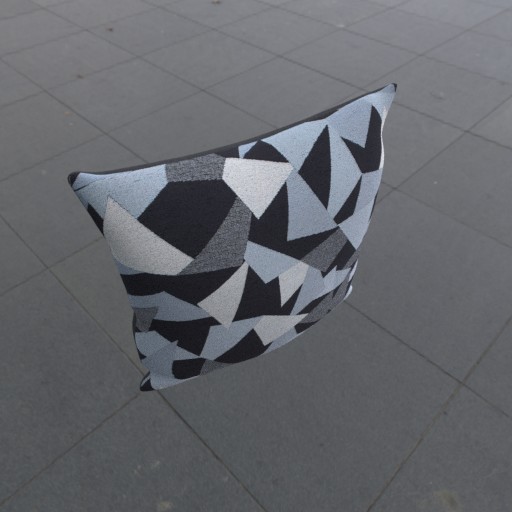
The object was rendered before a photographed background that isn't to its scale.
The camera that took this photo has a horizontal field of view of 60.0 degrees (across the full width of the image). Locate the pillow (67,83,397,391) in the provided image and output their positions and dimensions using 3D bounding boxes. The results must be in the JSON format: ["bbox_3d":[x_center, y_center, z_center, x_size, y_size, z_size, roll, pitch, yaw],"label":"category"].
[{"bbox_3d":[0.000,0.000,0.750,0.503,0.496,0.208,-23,50,-20],"label":"pillow"}]
